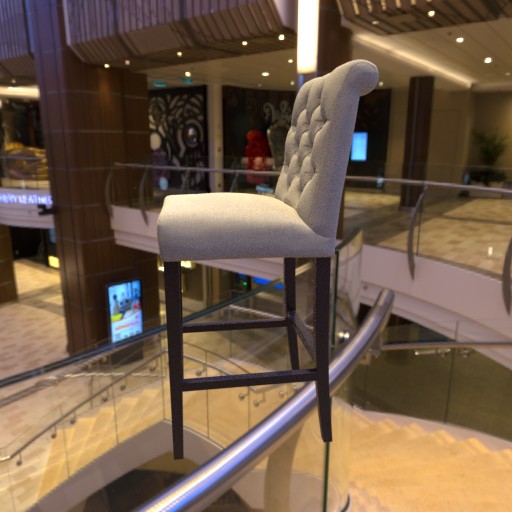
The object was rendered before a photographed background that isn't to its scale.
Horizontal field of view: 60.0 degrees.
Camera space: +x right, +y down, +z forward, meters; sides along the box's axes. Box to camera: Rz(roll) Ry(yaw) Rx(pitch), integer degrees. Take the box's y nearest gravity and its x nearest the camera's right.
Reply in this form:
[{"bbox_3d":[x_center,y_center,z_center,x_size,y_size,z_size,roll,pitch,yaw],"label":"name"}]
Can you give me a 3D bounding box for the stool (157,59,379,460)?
[{"bbox_3d":[0.000,0.000,1.453,0.601,1.140,0.493,-2,15,-9],"label":"stool"}]
